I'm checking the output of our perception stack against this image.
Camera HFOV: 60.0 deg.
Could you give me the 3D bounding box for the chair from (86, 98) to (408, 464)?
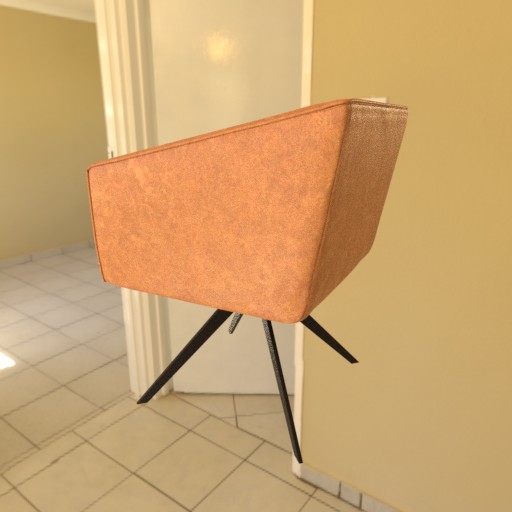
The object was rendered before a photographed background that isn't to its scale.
[{"bbox_3d":[0.000,0.000,1.180,0.625,0.760,0.588,9,19,26],"label":"chair"}]
